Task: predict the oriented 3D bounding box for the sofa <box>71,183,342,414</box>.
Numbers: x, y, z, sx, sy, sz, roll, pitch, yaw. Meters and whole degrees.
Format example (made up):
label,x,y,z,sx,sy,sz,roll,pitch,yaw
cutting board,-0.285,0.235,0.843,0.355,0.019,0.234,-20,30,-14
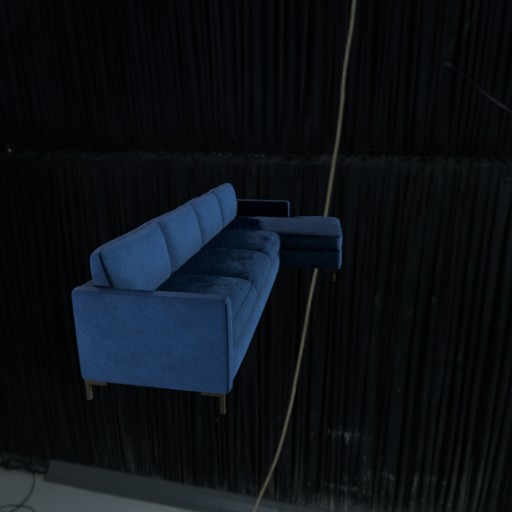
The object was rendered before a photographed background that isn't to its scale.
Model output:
label,x,y,z,sx,sy,sz,roll,pitch,yaw
sofa,0.000,0.000,3.456,1.350,0.810,2.932,3,17,9
